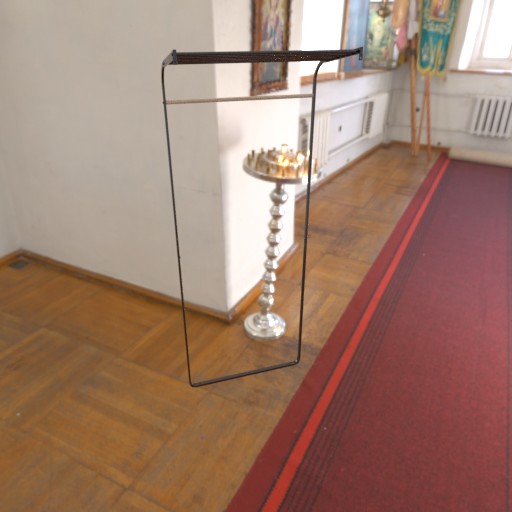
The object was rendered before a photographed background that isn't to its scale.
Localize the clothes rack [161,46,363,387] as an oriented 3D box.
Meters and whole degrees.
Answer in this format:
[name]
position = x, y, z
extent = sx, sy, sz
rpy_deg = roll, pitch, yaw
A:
[clothes rack]
position = 0.000, 0.000, 1.835
extent = 0.609, 1.574, 0.349
rpy_deg = -9, 29, -16
